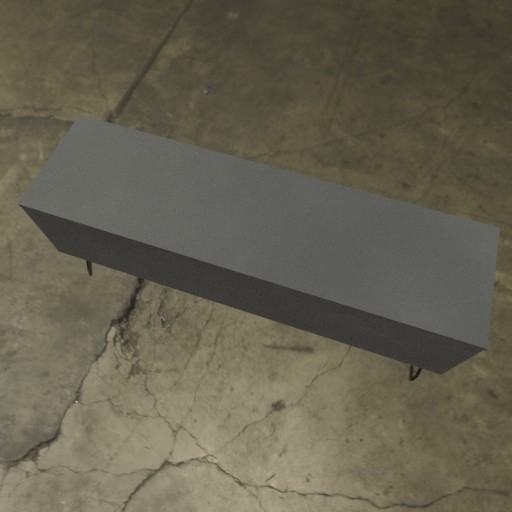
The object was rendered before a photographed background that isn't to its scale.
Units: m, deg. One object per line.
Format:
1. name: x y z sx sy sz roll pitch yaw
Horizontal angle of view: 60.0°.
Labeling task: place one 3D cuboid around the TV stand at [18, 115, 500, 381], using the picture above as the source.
1. TV stand: 0.000 0.000 1.585 1.400 0.560 0.400 17 64 8
